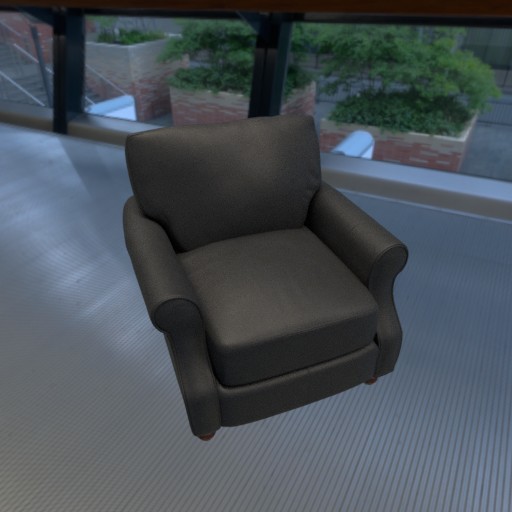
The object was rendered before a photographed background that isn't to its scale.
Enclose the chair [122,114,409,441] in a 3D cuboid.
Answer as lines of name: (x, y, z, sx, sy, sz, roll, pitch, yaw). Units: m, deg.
chair: (0.000, 0.000, 1.828, 1.015, 0.960, 1.027, -9, 34, -14)
